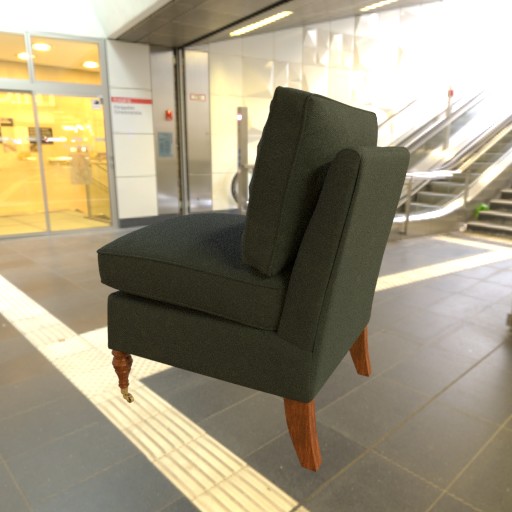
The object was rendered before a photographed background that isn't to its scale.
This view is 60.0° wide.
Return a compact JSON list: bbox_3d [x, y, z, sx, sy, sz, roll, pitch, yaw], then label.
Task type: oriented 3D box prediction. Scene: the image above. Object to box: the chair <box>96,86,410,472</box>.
[{"bbox_3d":[0.000,0.000,1.599,0.912,1.052,0.724,7,15,27],"label":"chair"}]
